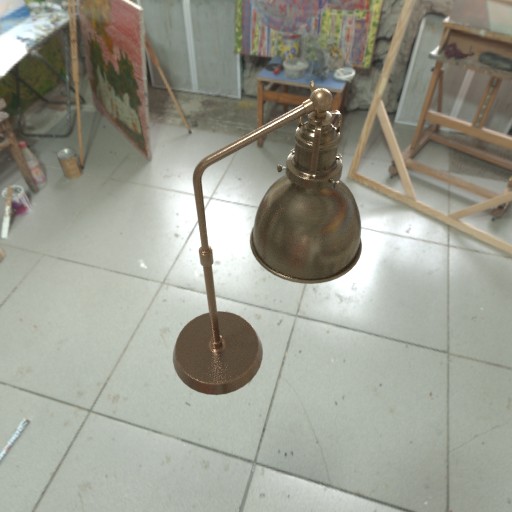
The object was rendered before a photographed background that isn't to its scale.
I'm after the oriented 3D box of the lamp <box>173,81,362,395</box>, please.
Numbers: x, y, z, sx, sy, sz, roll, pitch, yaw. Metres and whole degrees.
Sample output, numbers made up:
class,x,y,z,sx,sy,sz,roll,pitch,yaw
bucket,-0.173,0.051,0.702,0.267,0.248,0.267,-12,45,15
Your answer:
class,x,y,z,sx,sy,sz,roll,pitch,yaw
lamp,0.000,0.000,0.597,0.286,0.456,0.153,-10,48,-9
